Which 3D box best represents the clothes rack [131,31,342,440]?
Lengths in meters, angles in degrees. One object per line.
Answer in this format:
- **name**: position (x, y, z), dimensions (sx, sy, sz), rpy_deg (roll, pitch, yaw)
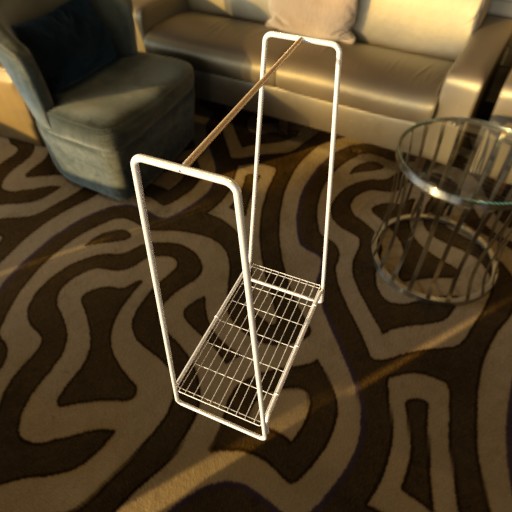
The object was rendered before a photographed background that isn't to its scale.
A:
- **clothes rack**: position (0.000, 0.000, 1.899), dimensions (0.495, 1.500, 0.900), rpy_deg (18, 49, 16)
